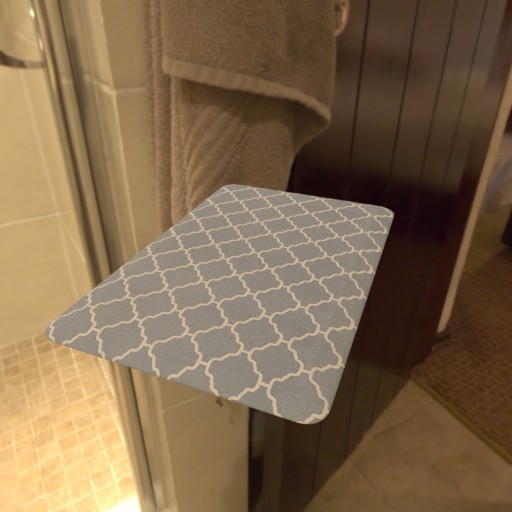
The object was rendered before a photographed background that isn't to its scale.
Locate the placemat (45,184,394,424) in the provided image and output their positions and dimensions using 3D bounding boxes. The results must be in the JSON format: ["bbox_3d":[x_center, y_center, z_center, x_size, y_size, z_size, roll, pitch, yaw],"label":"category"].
[{"bbox_3d":[0.000,0.000,0.977,0.508,0.021,0.762,12,33,19],"label":"placemat"}]
